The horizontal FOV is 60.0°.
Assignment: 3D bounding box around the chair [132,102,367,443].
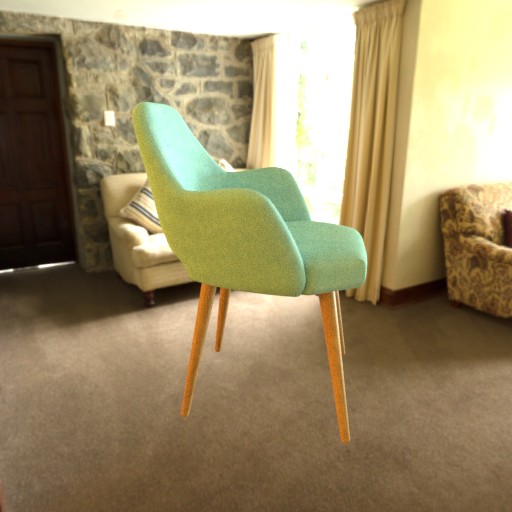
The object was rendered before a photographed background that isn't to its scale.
[{"bbox_3d":[0.000,0.000,1.280,0.610,0.840,0.590,3,17,9],"label":"chair"}]
